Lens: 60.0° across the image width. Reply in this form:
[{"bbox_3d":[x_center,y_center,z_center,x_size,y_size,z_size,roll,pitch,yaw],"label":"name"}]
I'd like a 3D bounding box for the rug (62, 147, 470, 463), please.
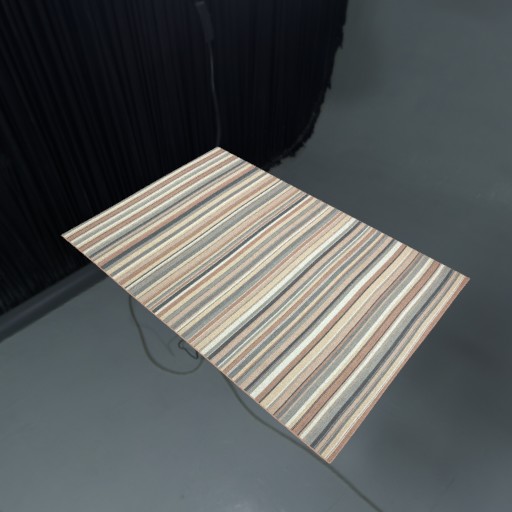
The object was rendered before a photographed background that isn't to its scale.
[{"bbox_3d":[0.000,0.000,2.363,1.829,0.008,1.219,33,54,28],"label":"rug"}]
